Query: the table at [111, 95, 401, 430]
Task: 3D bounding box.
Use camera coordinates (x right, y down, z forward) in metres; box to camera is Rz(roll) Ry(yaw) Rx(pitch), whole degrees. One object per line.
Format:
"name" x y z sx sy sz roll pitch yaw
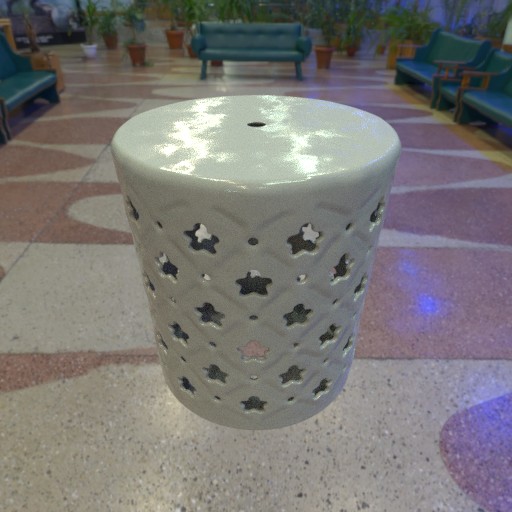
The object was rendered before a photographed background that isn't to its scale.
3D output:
"table" 0.000 0.000 0.652 0.352 0.387 0.352 0 32 0
